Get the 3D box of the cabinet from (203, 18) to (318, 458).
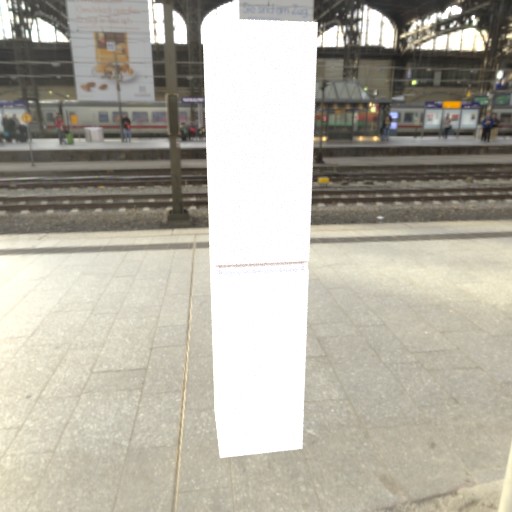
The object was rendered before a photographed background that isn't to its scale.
[{"bbox_3d":[0.000,0.000,1.516,0.300,1.400,0.269,-3,17,-9],"label":"cabinet"}]
